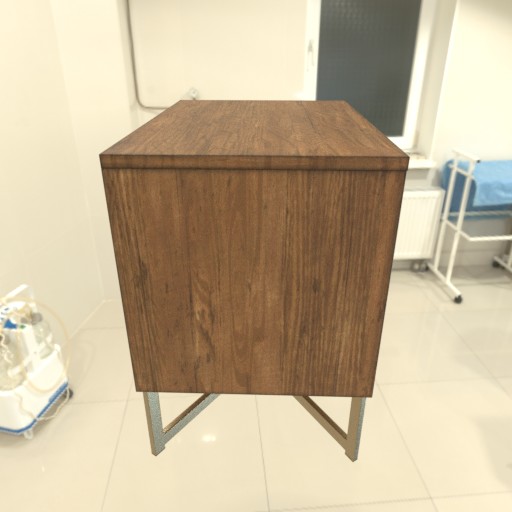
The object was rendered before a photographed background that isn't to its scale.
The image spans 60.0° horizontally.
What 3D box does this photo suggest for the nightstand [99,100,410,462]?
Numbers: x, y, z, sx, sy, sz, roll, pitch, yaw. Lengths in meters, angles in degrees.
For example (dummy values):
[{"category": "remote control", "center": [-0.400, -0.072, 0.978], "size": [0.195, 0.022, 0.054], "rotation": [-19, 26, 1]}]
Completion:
[{"category": "nightstand", "center": [0.000, 0.000, 1.022], "size": [0.446, 0.610, 0.610], "rotation": [1, 26, 2]}]
